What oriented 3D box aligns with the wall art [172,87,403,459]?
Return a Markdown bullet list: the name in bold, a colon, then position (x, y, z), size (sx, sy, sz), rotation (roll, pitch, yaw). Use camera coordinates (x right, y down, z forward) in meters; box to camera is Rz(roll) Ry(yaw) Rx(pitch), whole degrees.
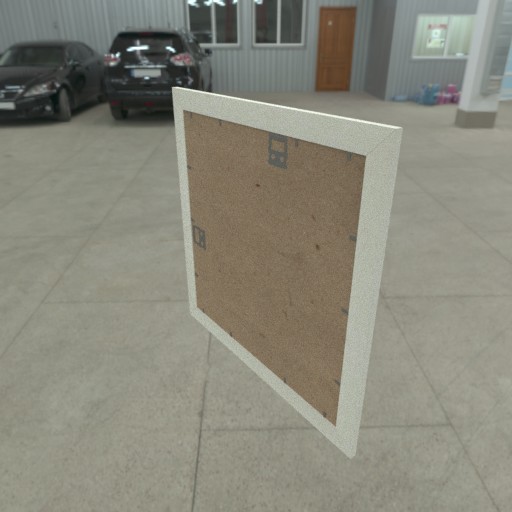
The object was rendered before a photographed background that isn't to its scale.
- **wall art**: position (0.000, 0.000, 0.885), size (0.013, 0.584, 0.584), rotation (-19, 32, -33)
